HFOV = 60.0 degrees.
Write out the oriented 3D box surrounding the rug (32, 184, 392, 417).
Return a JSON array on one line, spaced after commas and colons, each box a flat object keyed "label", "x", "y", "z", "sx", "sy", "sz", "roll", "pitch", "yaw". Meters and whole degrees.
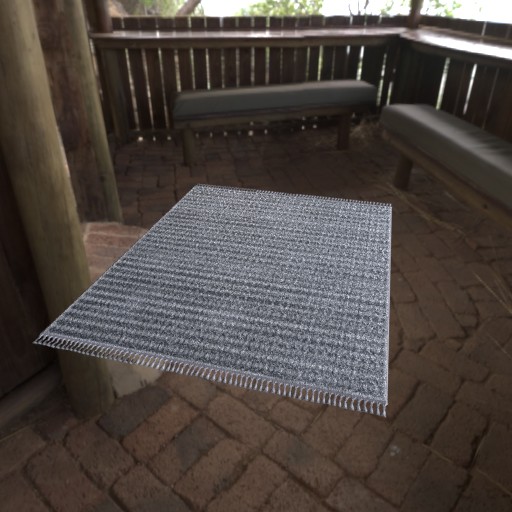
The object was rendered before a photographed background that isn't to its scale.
[{"label": "rug", "x": 0.000, "y": 0.000, "z": 3.850, "sx": 2.256, "sy": 0.013, "sz": 2.910, "roll": 8, "pitch": 32, "yaw": 13}]
